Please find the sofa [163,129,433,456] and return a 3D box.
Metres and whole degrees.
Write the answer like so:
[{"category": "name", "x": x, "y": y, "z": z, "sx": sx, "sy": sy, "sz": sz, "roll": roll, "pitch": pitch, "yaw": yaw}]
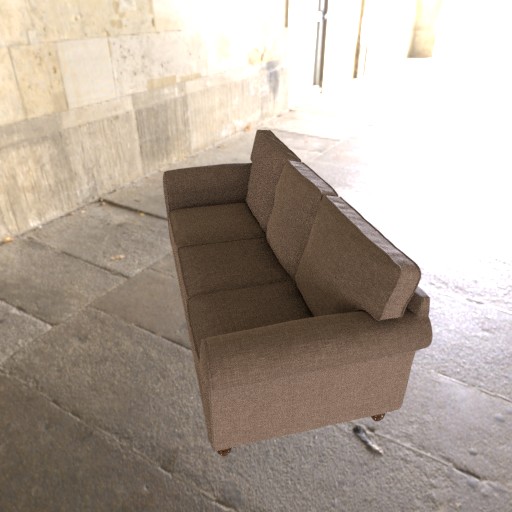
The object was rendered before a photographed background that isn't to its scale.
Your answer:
[{"category": "sofa", "x": 0.000, "y": 0.000, "z": 2.573, "sx": 0.916, "sy": 0.961, "sz": 2.084, "roll": -7, "pitch": 31, "yaw": -12}]
